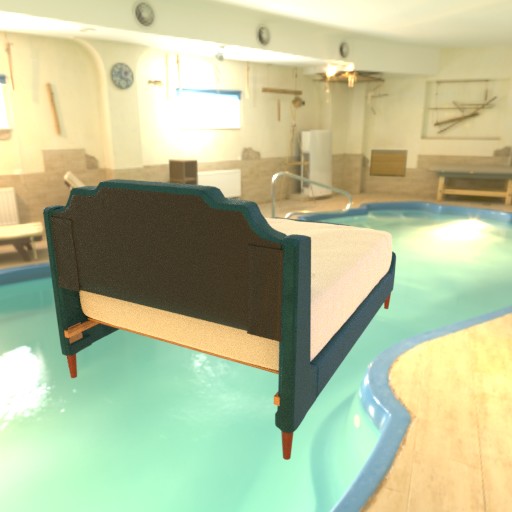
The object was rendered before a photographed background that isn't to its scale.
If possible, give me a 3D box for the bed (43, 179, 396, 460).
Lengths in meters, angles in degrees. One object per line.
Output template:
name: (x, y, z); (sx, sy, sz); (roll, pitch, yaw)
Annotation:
bed: (0.000, 0.000, 3.371); (1.678, 1.338, 2.322); (9, 19, 27)
